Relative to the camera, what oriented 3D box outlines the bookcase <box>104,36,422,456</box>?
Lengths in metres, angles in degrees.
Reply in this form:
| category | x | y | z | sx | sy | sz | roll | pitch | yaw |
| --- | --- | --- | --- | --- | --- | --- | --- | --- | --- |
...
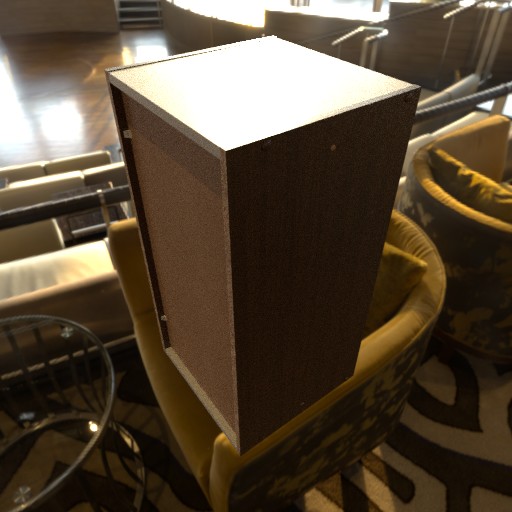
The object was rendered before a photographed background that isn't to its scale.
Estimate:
| category | x | y | z | sx | sy | sz | roll | pitch | yaw |
| --- | --- | --- | --- | --- | --- | --- | --- | --- | --- |
| bookcase | 0.000 | 0.000 | 0.764 | 0.290 | 0.600 | 0.300 | -25 | 46 | -27 |
